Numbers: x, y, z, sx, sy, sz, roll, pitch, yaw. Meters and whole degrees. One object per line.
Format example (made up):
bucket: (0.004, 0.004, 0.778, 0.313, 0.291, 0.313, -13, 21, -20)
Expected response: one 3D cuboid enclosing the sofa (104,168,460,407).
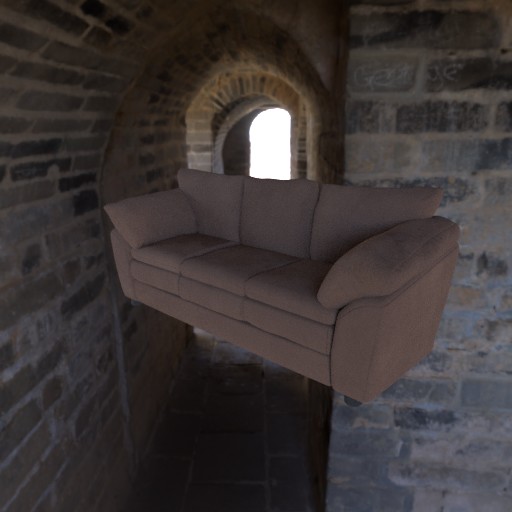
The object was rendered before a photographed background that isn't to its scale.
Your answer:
sofa: (0.000, 0.000, 2.901, 2.336, 1.015, 0.878, 14, 20, 41)
